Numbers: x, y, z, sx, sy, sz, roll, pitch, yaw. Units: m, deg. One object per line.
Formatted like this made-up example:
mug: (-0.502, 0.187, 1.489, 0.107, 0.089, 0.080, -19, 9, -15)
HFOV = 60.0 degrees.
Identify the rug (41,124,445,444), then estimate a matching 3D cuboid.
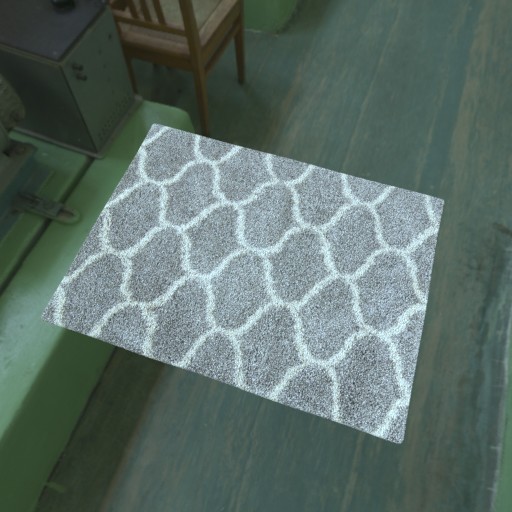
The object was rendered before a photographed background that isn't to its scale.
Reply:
rug: (0.000, 0.000, 2.087, 1.600, 0.025, 1.200, 17, 64, 8)
